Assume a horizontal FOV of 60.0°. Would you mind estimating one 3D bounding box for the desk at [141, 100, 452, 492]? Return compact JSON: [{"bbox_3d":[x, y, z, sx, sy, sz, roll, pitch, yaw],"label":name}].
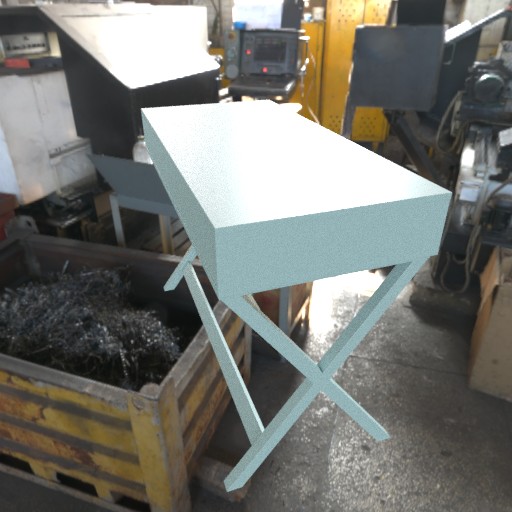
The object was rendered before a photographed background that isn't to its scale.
[{"bbox_3d":[0.000,0.000,1.469,0.525,0.780,1.057,-10,31,-17],"label":"desk"}]
